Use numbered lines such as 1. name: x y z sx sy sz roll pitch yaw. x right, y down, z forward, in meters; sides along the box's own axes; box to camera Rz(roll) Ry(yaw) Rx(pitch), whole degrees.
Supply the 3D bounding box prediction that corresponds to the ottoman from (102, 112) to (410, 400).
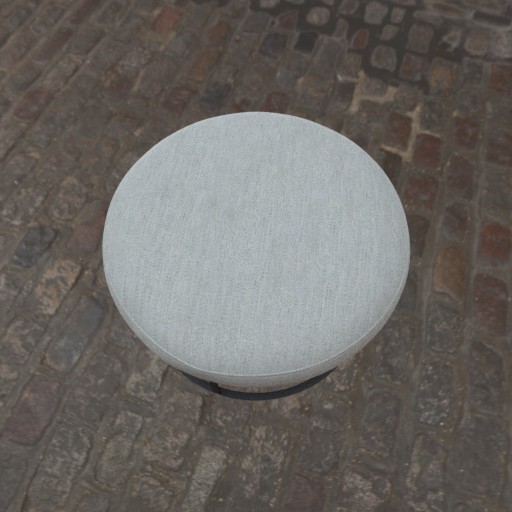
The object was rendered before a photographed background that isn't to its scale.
1. ottoman: 0.000 0.000 1.242 0.769 0.459 0.769 0 62 0
